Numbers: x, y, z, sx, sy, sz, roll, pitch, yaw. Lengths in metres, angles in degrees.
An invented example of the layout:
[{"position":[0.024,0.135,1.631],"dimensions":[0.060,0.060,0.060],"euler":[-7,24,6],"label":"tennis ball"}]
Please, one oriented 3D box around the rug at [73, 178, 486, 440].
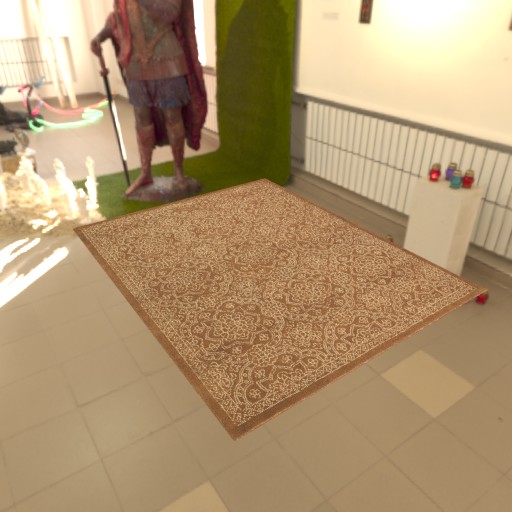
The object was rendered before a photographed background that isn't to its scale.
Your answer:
[{"position":[0.000,0.000,4.067],"dimensions":[2.441,0.015,3.050],"euler":[-20,36,-30],"label":"rug"}]
